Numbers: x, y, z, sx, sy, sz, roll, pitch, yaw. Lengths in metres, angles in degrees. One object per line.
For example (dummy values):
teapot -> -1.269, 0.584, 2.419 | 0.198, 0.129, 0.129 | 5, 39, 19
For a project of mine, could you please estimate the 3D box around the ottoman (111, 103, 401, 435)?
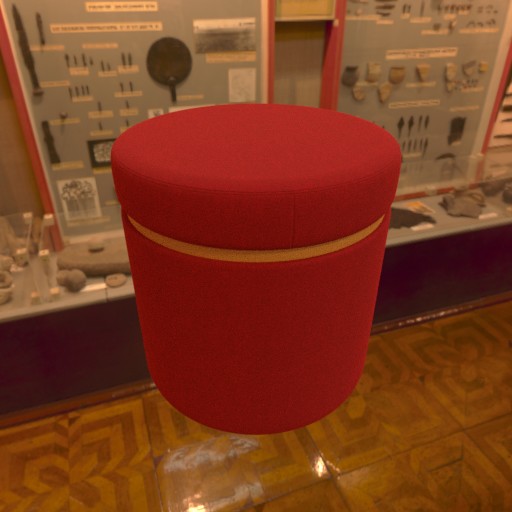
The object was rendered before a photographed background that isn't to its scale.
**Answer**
ottoman -> 0.000, 0.000, 0.725 | 0.400, 0.406, 0.400 | 0, 31, 0
